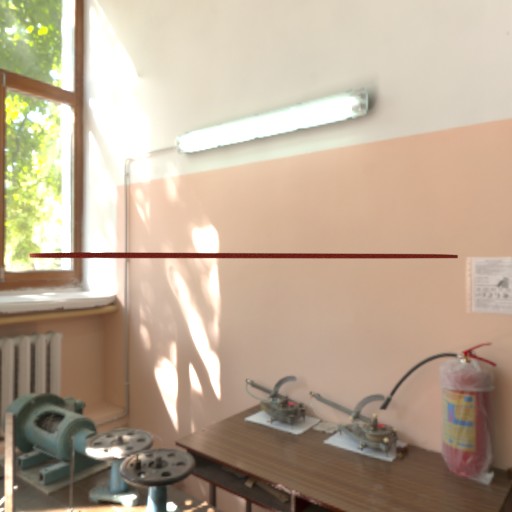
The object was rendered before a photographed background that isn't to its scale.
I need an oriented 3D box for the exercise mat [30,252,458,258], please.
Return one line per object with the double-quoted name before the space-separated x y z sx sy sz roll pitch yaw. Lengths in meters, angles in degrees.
"exercise mat" 0.000 0.000 2.105 1.869 0.021 0.616 0 -1 -17
